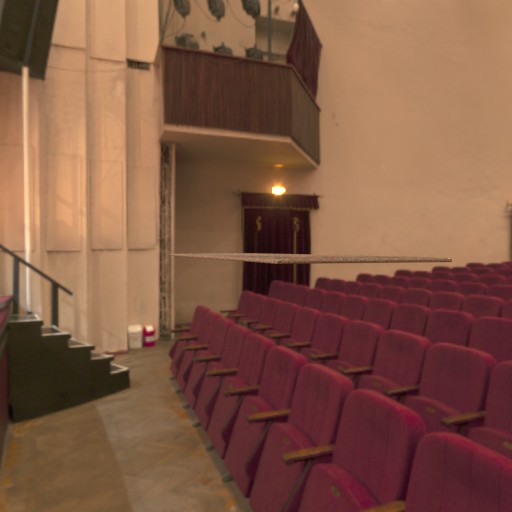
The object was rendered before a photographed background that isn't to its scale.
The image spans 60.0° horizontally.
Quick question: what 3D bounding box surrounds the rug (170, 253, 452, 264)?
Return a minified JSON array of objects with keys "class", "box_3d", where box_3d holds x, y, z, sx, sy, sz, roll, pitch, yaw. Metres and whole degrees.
[{"class":"rug","box_3d":[0.000,0.000,2.515,0.659,0.019,2.297,0,1,-19]}]
